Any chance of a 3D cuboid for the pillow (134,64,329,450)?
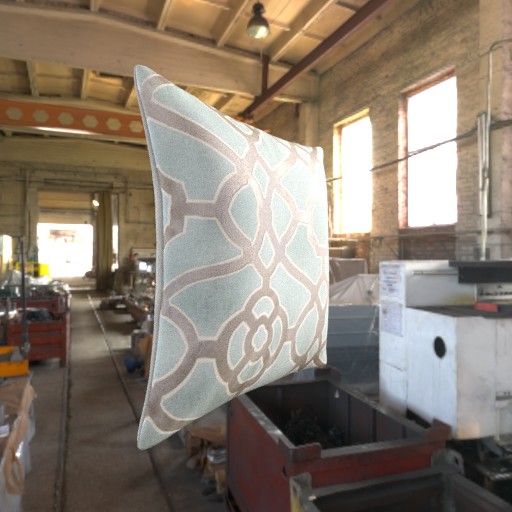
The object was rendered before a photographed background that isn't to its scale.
[{"bbox_3d":[0.000,0.000,0.806,0.166,0.508,0.552,0,0,34],"label":"pillow"}]
